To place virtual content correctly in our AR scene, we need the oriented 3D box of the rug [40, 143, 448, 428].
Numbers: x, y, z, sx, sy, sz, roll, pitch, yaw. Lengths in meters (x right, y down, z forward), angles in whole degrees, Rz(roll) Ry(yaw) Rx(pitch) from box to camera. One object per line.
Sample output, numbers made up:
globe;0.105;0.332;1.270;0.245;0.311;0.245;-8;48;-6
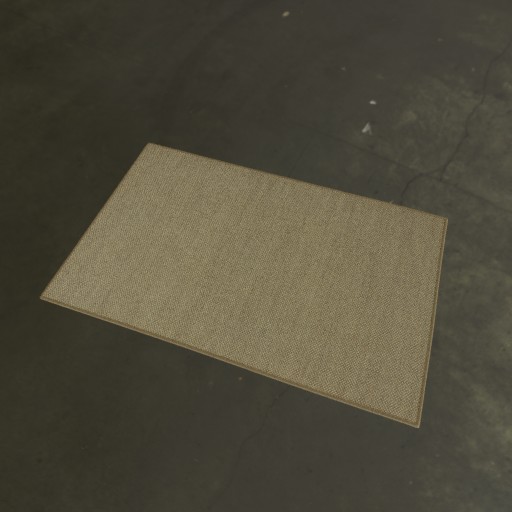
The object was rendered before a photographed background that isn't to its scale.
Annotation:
rug;0.000;0.000;2.088;1.667;0.013;1.062;16;58;11
